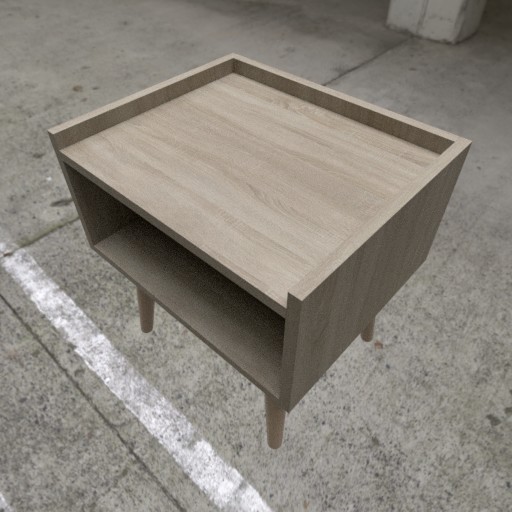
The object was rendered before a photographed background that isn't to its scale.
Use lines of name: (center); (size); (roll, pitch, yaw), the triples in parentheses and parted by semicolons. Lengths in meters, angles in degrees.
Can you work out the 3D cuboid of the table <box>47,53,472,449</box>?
table: (0.000, 0.000, 0.773); (0.450, 0.470, 0.370); (33, 54, 28)
